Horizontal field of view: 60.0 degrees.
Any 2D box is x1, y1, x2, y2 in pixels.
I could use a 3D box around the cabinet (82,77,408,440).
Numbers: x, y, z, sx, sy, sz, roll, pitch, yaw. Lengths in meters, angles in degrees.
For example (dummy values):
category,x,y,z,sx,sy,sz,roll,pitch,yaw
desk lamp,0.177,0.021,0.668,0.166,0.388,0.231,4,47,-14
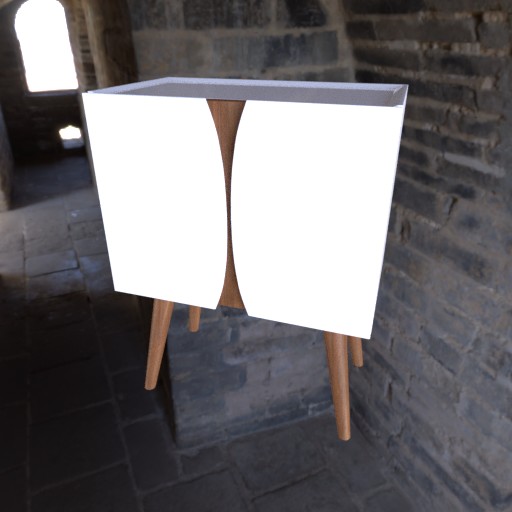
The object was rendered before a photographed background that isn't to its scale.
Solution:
category,x,y,z,sx,sy,sz,roll,pitch,yaw
cabinet,0.000,0.000,1.083,0.591,0.772,0.344,9,28,16
